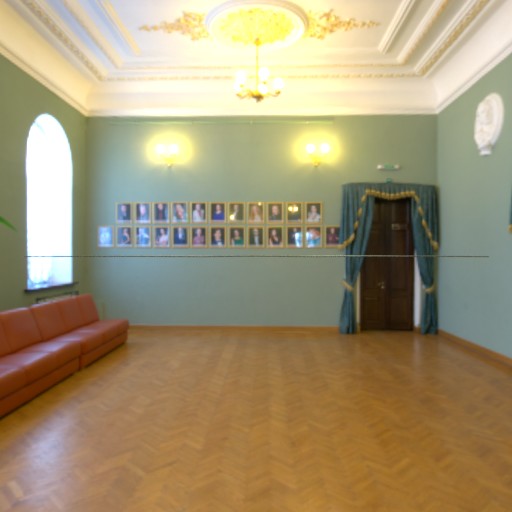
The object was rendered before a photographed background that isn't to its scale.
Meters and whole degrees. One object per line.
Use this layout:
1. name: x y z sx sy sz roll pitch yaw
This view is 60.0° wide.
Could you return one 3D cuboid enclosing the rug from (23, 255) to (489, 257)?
1. rug: 0.000 0.000 4.074 3.048 0.013 2.438 0 0 0
